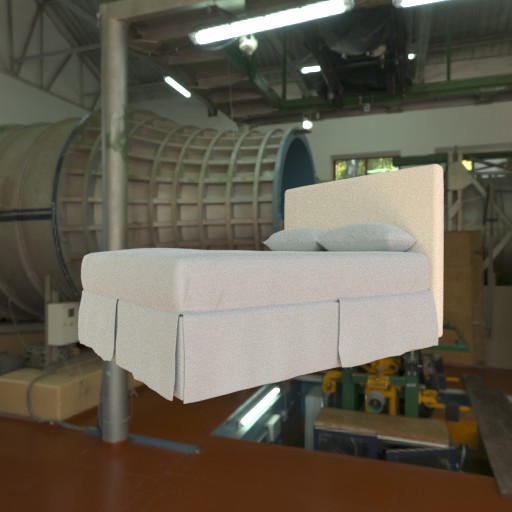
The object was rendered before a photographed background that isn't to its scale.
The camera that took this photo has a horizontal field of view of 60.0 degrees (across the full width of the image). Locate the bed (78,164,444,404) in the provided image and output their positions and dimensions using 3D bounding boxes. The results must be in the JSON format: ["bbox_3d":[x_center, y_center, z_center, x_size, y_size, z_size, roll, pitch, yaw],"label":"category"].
[{"bbox_3d":[0.000,0.000,3.238,2.142,1.330,1.748,0,1,-36],"label":"bed"}]
